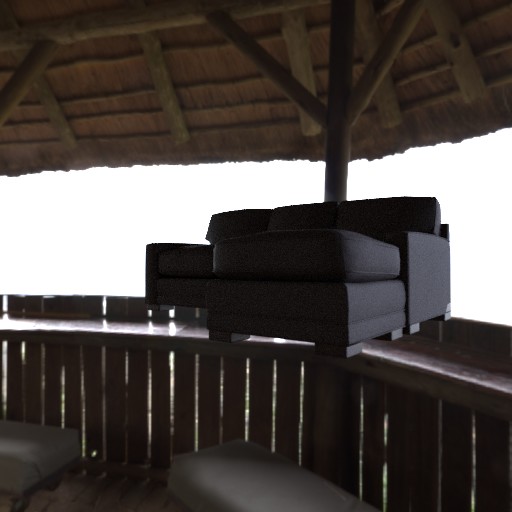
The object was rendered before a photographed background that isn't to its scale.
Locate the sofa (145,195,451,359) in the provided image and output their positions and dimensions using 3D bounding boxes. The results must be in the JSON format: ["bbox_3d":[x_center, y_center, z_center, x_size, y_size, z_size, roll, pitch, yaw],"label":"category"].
[{"bbox_3d":[0.000,0.000,3.355,2.370,0.973,1.790,-1,-1,37],"label":"sofa"}]
